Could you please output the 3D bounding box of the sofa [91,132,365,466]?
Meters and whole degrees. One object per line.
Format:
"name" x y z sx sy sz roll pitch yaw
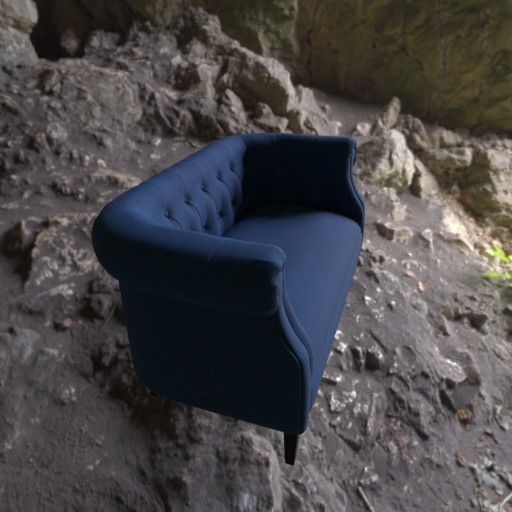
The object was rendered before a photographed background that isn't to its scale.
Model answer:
"sofa" 0.000 0.000 2.027 0.835 0.827 1.558 9 30 17
